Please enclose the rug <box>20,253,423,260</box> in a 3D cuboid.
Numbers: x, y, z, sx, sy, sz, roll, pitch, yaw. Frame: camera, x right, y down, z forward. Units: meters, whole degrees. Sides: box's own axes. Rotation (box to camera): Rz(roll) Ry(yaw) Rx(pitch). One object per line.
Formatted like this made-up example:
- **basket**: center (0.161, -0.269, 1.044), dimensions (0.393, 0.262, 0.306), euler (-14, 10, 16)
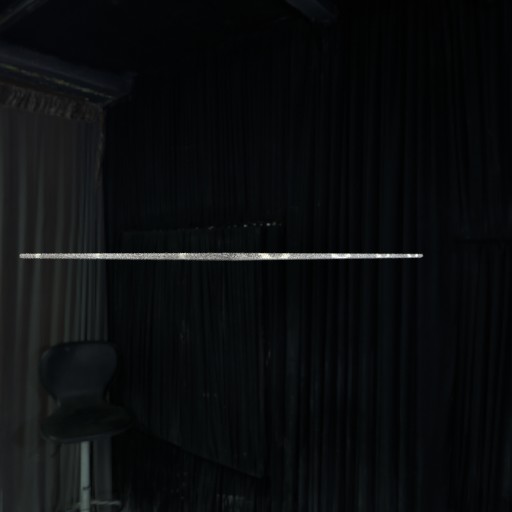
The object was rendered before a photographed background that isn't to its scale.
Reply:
- **rug**: center (0.000, 0.000, 2.925), dimensions (1.501, 0.025, 2.348), euler (0, 0, 36)
